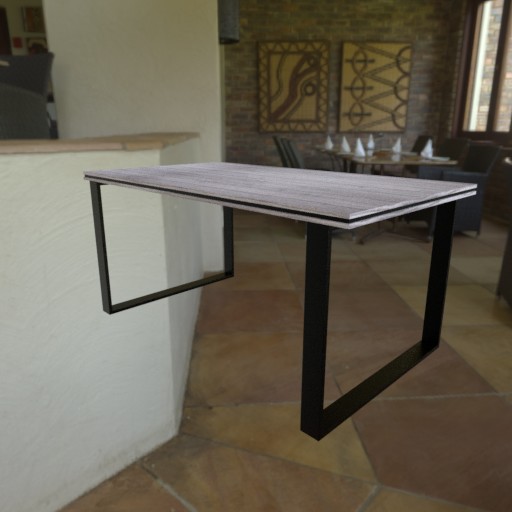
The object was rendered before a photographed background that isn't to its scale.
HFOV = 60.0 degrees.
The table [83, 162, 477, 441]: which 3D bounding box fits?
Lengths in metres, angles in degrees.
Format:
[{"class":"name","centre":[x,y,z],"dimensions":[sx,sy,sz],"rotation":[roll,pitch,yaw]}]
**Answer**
[{"class":"table","centre":[0.000,0.000,2.085],"dimensions":[0.881,0.736,1.579],"rotation":[-16,22,-42]}]
